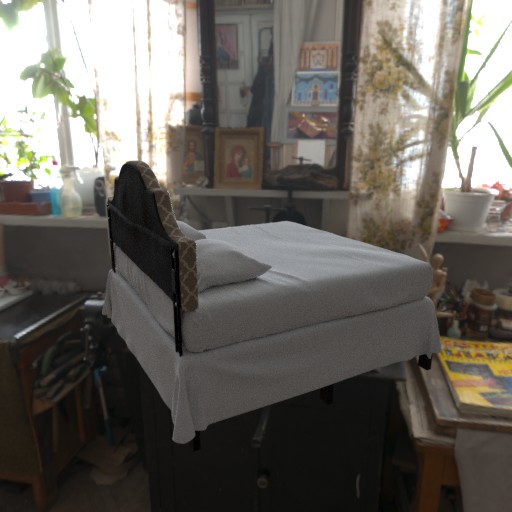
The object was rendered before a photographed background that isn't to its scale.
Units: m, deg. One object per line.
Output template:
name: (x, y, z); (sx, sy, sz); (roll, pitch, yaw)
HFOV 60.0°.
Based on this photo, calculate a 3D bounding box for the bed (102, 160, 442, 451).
bed: (0.000, 0.000, 3.684); (2.222, 1.601, 2.314); (-8, 17, -27)
